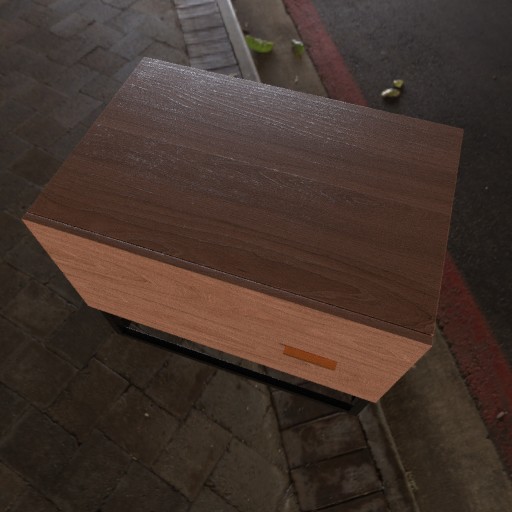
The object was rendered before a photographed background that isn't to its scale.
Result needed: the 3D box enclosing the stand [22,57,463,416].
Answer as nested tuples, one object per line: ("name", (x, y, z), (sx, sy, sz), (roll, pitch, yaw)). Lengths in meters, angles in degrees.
("stand", (0.000, 0.000, 0.914), (0.600, 0.500, 0.420), (16, 60, 10))
